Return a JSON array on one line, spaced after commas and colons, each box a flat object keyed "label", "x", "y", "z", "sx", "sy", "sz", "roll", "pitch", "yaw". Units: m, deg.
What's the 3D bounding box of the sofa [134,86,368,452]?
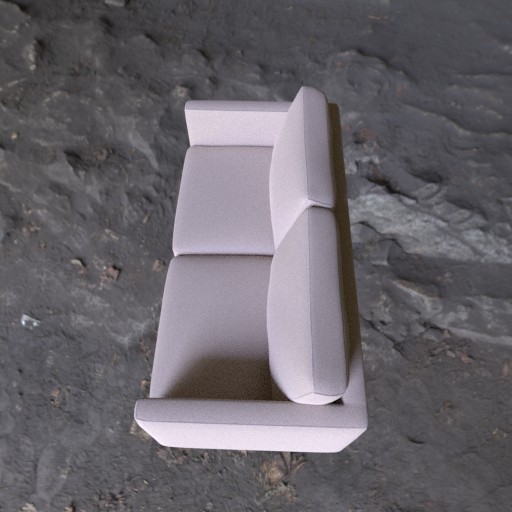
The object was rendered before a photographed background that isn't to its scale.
[{"label": "sofa", "x": 0.000, "y": 0.000, "z": 2.217, "sx": 0.873, "sy": 0.888, "sz": 1.722, "roll": 2, "pitch": 59, "yaw": 1}]
